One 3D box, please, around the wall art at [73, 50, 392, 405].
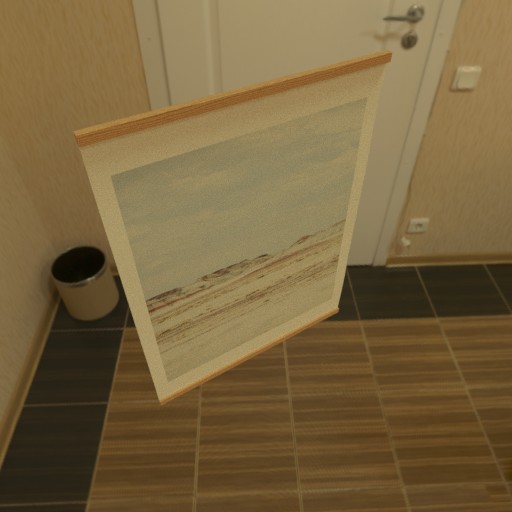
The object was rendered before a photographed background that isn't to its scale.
[{"bbox_3d":[0.000,0.000,0.775,0.458,0.605,0.011,-23,49,-22],"label":"wall art"}]
